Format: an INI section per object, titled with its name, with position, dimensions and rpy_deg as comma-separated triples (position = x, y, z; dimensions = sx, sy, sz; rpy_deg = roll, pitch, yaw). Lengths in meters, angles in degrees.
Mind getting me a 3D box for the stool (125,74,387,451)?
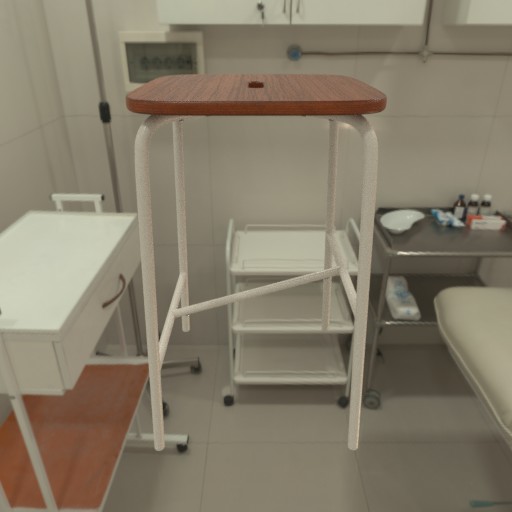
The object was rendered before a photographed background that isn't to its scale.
[stool]
position = 0.000, 0.000, 0.840
dimensions = 0.376, 0.610, 0.376
rpy_deg = 0, 27, 0
